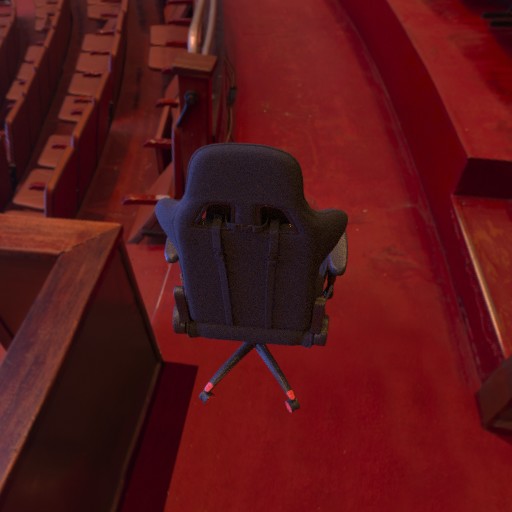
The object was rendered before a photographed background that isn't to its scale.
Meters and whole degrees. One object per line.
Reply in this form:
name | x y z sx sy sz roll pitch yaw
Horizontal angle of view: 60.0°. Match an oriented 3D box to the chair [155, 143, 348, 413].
chair | 0.000 0.000 1.722 0.695 1.326 0.658 4 47 4
